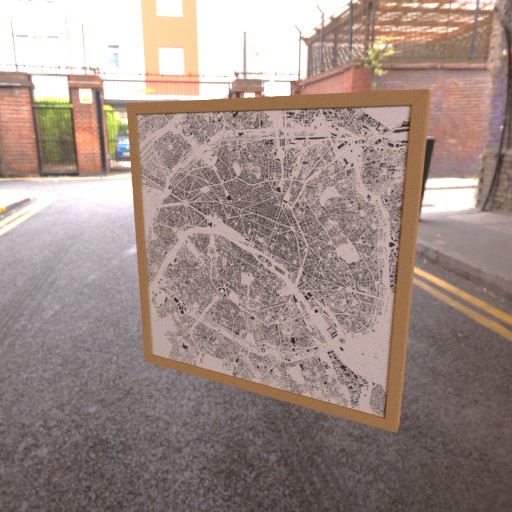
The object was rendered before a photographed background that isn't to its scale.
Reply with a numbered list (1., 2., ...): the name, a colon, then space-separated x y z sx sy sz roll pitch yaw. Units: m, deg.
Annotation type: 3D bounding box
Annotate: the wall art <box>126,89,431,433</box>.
1. wall art: 0.000 0.000 1.128 0.761 0.761 0.037 7 16 26
